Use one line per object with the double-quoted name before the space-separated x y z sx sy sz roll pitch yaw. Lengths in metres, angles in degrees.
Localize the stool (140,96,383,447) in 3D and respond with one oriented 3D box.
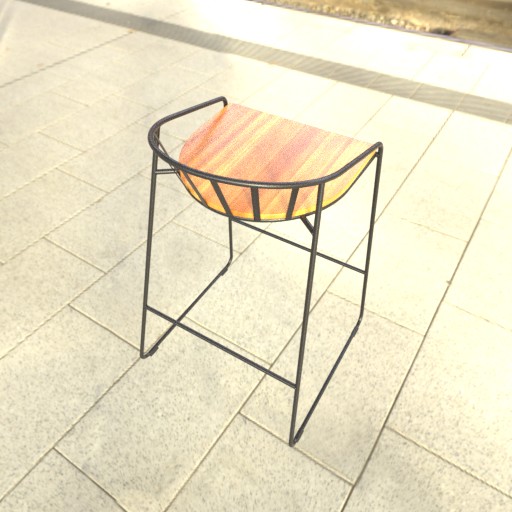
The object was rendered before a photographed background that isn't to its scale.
"stool" 0.000 0.000 1.185 0.546 0.812 0.521 23 50 21
